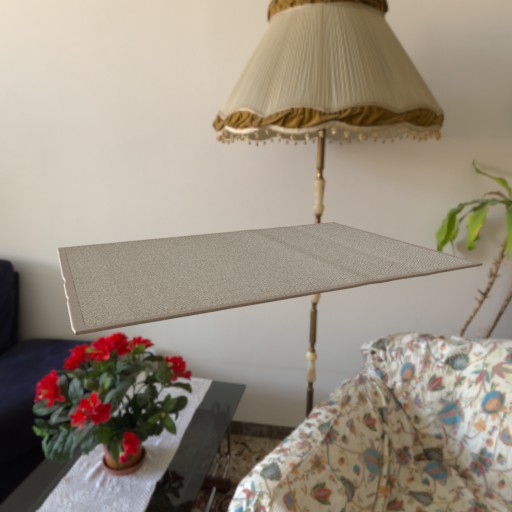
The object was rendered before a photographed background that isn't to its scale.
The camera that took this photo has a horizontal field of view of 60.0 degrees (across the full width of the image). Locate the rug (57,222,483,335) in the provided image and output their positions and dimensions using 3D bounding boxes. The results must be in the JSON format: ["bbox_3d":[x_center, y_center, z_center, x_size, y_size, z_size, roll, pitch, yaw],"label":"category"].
[{"bbox_3d":[0.000,0.000,2.847,2.290,0.021,1.540,-7,16,-25],"label":"rug"}]
